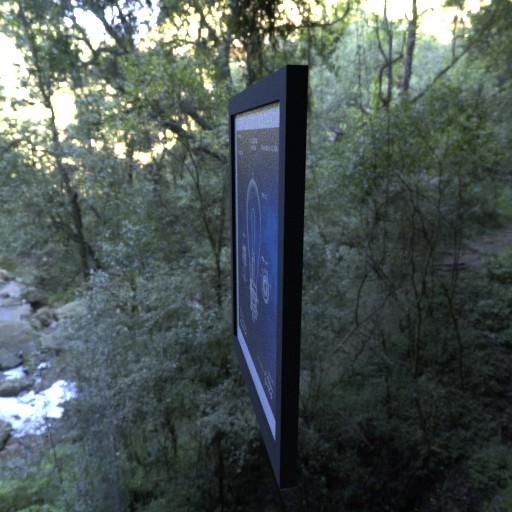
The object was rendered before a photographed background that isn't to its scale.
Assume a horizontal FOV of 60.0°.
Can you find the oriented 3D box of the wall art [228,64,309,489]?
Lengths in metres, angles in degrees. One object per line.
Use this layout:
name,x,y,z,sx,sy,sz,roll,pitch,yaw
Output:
wall art,0.000,0.000,0.706,0.023,0.505,0.428,-3,15,-11
